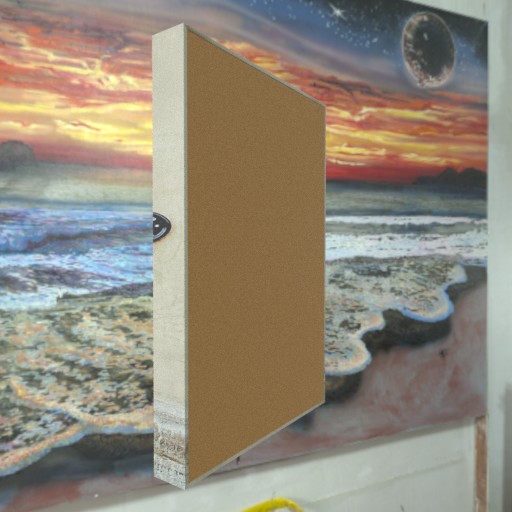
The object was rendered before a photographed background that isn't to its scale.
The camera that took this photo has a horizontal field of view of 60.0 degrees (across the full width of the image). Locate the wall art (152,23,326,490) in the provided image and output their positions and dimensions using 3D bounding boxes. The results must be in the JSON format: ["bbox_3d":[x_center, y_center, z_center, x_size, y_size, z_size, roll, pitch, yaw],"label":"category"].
[{"bbox_3d":[0.000,0.000,0.475,0.038,0.381,0.254,1,1,35],"label":"wall art"}]
